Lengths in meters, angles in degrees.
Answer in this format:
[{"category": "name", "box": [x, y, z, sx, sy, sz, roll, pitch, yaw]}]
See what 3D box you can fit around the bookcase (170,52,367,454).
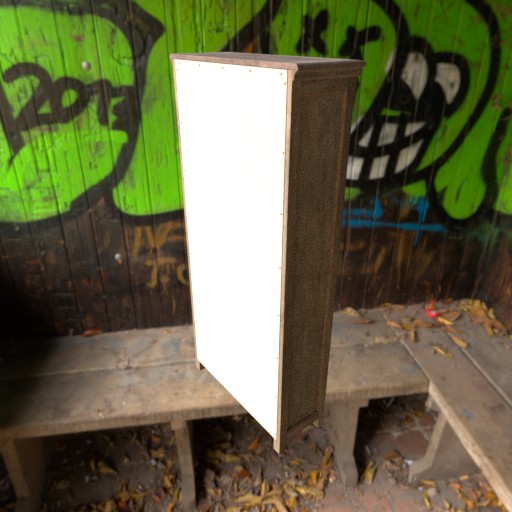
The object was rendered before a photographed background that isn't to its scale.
[{"category": "bookcase", "box": [0.000, 0.000, 2.288, 0.348, 1.880, 0.906, -19, 33, -33]}]
